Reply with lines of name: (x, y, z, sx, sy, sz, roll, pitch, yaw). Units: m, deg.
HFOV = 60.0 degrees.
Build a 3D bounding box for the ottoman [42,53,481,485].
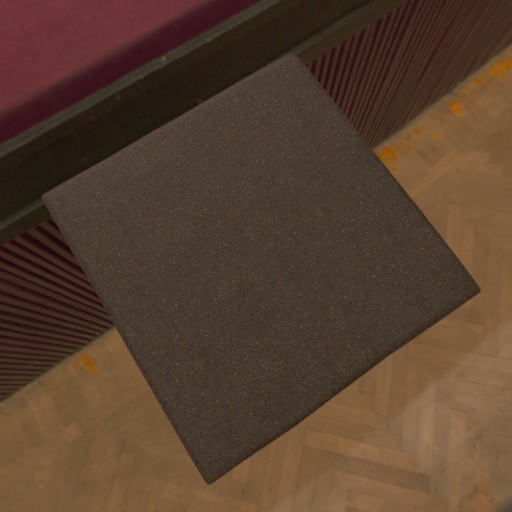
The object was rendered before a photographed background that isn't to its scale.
ottoman: (0.000, 0.000, 1.509, 0.968, 0.382, 1.004, -33, 78, -8)
